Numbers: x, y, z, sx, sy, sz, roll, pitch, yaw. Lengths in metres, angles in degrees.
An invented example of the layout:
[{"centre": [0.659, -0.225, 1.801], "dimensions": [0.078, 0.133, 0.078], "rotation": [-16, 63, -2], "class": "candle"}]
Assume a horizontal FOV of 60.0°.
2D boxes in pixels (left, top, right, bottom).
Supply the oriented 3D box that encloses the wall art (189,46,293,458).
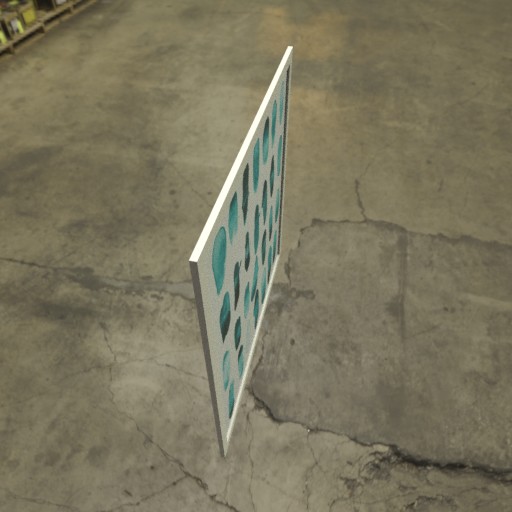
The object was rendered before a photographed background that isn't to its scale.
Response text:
[{"centre": [0.000, 0.000, 1.221], "dimensions": [0.013, 0.813, 0.812], "rotation": [10, 47, 9], "class": "wall art"}]
